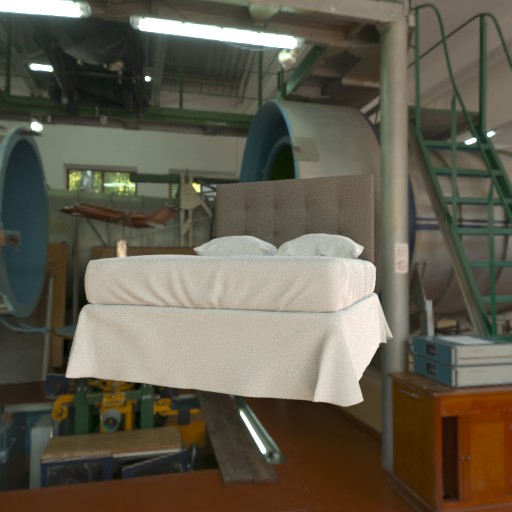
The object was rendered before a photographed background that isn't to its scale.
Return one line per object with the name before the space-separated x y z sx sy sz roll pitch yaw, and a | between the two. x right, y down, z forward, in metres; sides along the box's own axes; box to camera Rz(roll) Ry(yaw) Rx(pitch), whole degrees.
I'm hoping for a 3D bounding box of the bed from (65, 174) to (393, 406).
bed | 0.000 0.000 3.508 1.936 1.577 2.222 -1 -1 21
